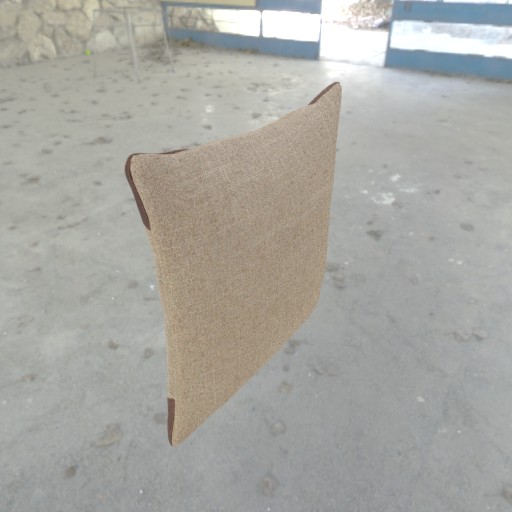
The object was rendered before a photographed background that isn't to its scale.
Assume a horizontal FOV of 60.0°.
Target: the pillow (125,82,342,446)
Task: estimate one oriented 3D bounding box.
[{"bbox_3d":[0.000,0.000,0.687,0.147,0.448,0.437,21,38,29],"label":"pillow"}]
